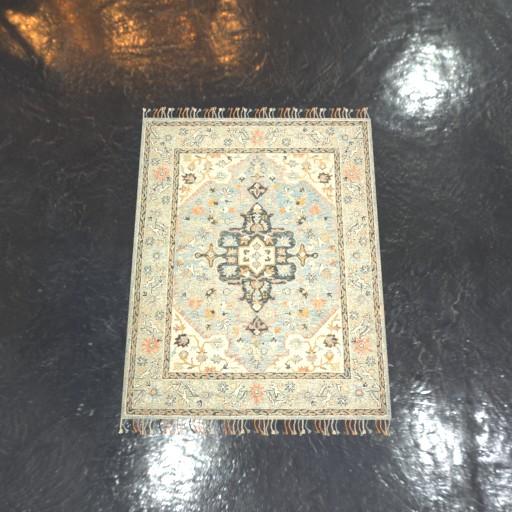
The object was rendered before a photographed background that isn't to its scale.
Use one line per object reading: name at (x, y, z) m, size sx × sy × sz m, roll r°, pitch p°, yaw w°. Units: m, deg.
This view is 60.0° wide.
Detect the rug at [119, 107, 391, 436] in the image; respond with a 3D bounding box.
rug at (0.000, 0.000, 2.281) m, size 1.278 × 0.009 × 1.730 m, roll 0°, pitch 76°, yaw 0°
